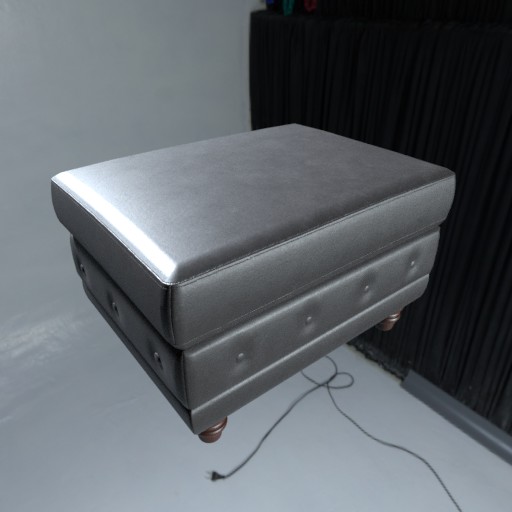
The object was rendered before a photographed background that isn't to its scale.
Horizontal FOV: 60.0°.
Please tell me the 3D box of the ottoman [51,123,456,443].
[{"bbox_3d":[0.000,0.000,1.154,0.795,0.498,0.590,-22,37,-32],"label":"ottoman"}]
